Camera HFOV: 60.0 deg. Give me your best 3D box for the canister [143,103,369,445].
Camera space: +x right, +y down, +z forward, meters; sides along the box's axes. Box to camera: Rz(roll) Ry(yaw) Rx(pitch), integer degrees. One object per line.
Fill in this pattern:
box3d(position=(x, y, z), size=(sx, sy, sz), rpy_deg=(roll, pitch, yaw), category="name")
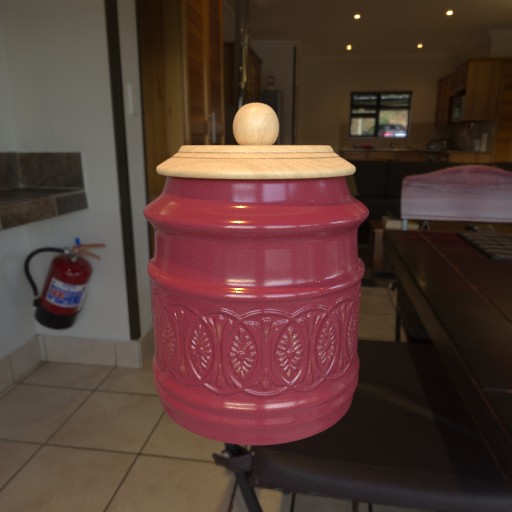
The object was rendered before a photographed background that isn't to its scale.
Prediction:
box3d(position=(0.000, 0.000, 0.269), size=(0.130, 0.176, 0.130), rpy_deg=(0, 14, 0), category="canister")
